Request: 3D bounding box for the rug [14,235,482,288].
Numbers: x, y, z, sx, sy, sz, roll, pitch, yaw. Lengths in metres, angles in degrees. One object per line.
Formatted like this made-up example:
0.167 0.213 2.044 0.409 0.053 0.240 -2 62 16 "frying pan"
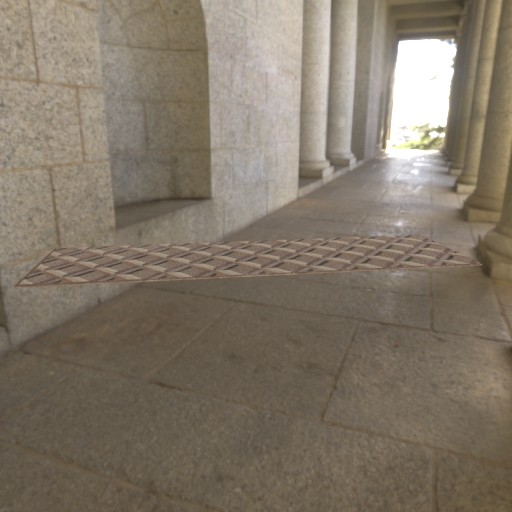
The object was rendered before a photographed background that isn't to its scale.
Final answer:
0.000 0.000 2.608 2.437 0.013 0.685 -2 17 -8 "rug"
